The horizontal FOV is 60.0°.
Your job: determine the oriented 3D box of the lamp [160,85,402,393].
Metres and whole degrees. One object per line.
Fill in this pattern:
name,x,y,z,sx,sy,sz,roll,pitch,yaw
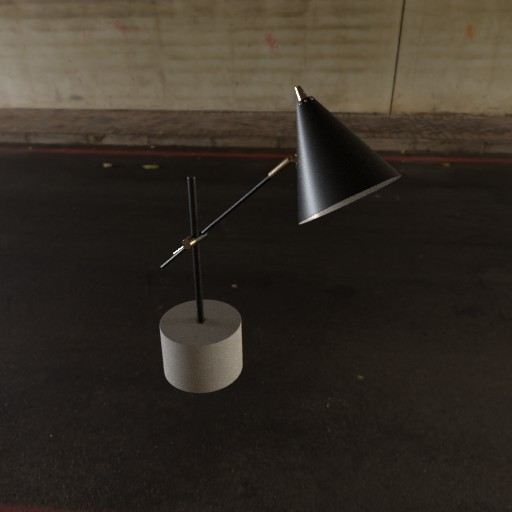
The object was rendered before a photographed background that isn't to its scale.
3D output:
lamp,0.000,0.000,0.722,0.403,0.518,0.214,19,32,33
